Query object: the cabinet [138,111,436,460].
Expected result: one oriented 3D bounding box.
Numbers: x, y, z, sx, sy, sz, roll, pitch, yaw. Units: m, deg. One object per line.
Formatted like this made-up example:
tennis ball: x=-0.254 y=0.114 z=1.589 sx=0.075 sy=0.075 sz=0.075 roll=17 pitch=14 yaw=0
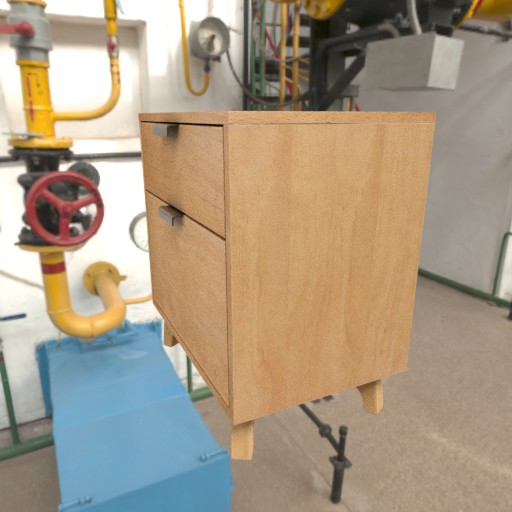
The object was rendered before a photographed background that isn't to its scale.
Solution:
cabinet: x=0.000 y=0.000 z=0.974 sx=0.394 sy=0.599 sz=0.551 roll=-8 pitch=19 yaw=-25
